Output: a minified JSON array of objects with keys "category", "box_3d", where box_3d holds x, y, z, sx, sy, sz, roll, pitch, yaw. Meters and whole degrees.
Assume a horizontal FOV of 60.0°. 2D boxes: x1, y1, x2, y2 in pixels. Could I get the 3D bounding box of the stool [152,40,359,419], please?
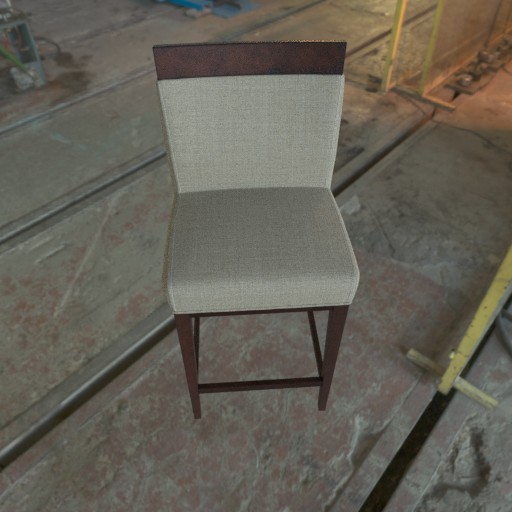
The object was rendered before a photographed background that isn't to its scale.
[{"category":"stool","box_3d":[0.000,0.000,1.251,0.463,1.011,0.480,-3,46,-3]}]
